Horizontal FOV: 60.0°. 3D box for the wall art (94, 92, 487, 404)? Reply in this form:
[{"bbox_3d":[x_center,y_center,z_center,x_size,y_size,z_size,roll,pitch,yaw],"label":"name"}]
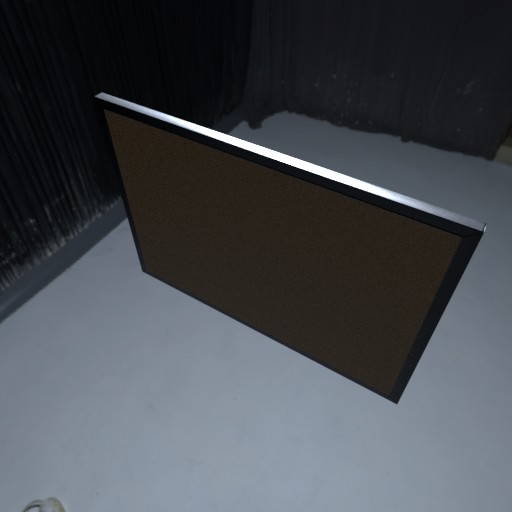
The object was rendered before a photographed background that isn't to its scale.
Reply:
[{"bbox_3d":[0.000,0.000,0.551,0.440,0.306,0.013,24,51,22],"label":"wall art"}]
